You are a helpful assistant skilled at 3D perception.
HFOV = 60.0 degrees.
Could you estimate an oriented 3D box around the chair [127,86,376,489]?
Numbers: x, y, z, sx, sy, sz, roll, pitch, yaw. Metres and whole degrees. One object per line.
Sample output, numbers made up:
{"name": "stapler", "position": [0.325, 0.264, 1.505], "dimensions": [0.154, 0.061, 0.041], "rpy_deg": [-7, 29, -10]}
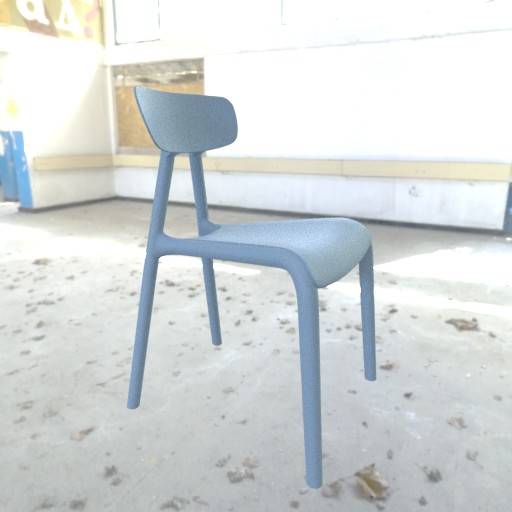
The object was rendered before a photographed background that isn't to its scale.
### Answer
{"name": "chair", "position": [0.000, 0.000, 0.814], "dimensions": [0.401, 0.580, 0.356], "rpy_deg": [8, 18, 27]}
